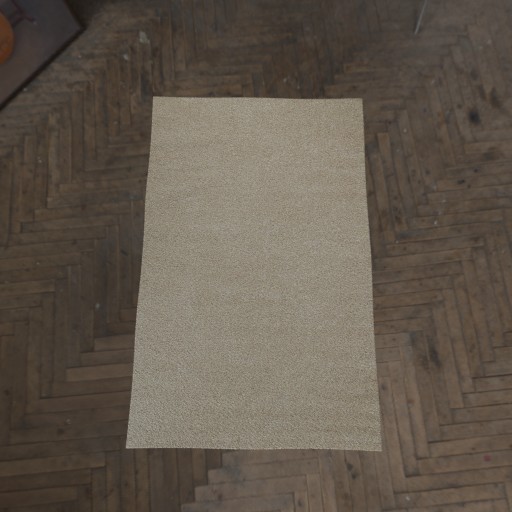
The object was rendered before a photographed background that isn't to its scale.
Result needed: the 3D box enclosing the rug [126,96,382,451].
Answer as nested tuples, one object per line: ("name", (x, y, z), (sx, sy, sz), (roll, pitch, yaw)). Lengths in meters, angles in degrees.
("rug", (0.000, 0.000, 2.896), (1.500, 0.025, 2.346), (1, 76, 0))
